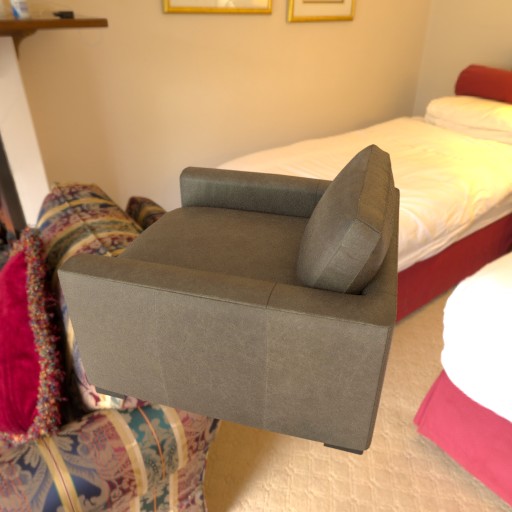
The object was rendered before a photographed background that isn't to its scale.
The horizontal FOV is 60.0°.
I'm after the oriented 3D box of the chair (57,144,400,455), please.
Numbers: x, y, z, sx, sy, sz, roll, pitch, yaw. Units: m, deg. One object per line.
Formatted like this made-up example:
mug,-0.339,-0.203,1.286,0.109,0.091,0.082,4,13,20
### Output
chair,0.000,0.000,1.818,1.080,0.807,1.106,8,31,14
